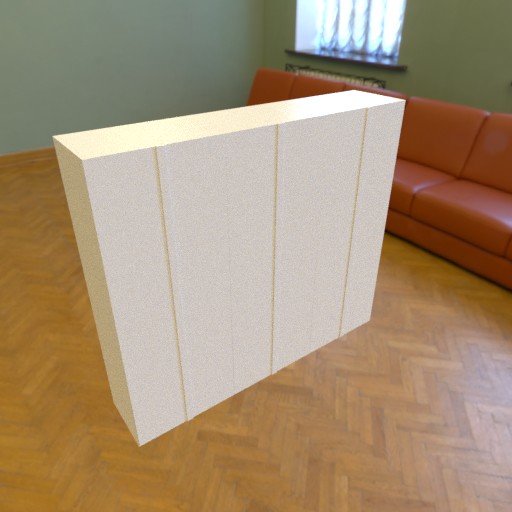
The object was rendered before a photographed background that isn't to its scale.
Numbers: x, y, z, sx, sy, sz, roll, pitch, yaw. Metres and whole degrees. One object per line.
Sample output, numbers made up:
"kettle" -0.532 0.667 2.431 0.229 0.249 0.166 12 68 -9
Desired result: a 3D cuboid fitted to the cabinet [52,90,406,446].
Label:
"cabinet" 0.000 0.000 3.828 2.700 2.370 0.590 -20 36 -31
